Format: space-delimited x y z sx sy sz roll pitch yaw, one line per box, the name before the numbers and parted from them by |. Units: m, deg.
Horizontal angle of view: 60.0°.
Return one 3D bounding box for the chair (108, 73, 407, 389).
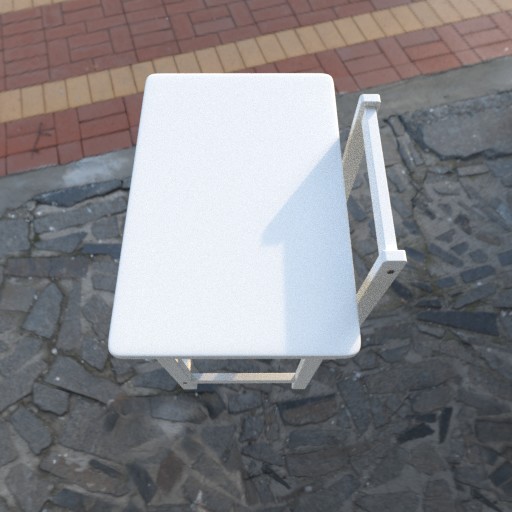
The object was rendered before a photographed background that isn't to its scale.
chair | 0.000 0.000 1.050 0.461 0.673 0.599 0 64 0
